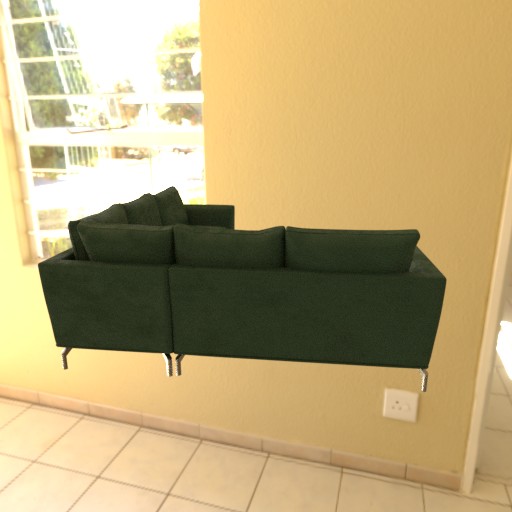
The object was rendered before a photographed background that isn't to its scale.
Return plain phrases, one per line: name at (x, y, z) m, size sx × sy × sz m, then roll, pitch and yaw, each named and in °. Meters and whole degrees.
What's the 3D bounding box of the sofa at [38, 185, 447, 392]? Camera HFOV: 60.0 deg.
sofa at (0.000, 0.000, 3.850) m, size 2.468 × 1.004 × 2.452 m, roll 2°, pitch 16°, yaw 7°
